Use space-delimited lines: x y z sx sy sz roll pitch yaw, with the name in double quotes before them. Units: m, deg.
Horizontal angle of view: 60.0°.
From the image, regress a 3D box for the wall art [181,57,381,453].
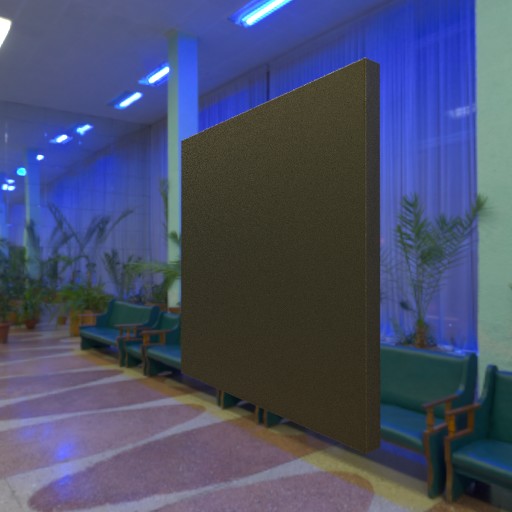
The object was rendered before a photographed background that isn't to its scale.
"wall art" 0.000 0.000 0.774 0.031 0.506 0.503 0 0 -37
